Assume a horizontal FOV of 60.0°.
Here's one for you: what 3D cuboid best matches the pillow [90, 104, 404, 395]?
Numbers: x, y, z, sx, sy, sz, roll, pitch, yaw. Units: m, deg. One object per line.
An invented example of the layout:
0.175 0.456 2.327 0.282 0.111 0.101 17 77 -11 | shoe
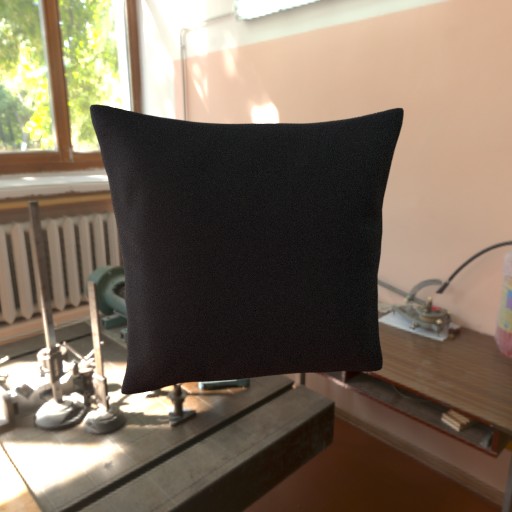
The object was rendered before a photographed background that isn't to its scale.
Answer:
0.000 0.000 0.792 0.520 0.508 0.166 -2 15 -9 | pillow
